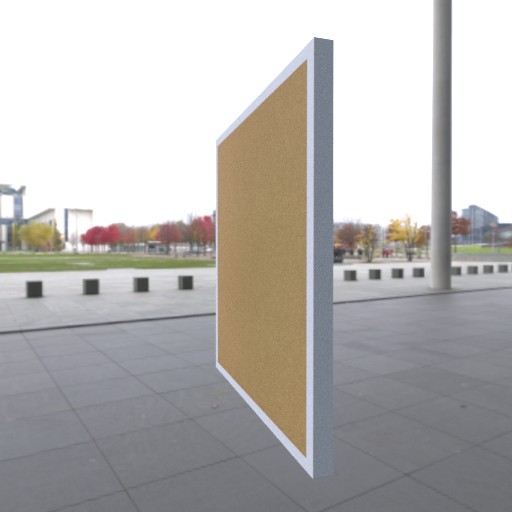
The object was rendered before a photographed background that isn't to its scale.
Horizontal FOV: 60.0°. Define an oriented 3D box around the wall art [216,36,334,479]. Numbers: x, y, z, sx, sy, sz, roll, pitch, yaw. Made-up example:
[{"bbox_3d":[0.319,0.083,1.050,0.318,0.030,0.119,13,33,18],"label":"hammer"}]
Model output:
[{"bbox_3d":[0.000,0.000,1.131,0.038,0.761,0.763,0,1,-18],"label":"wall art"}]
